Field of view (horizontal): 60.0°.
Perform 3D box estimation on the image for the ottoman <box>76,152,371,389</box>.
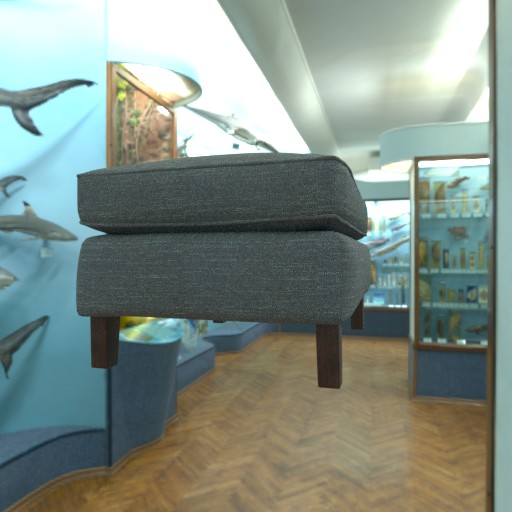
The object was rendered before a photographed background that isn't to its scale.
[{"bbox_3d":[0.000,0.000,1.022,0.508,0.406,0.686,0,0,17],"label":"ottoman"}]
